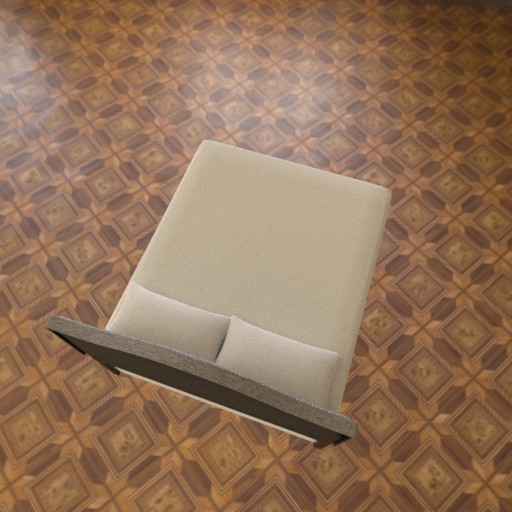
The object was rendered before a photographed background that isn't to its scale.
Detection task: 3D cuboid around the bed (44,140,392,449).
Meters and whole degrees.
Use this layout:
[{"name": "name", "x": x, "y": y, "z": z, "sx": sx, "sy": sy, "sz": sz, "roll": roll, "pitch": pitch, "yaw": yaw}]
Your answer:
[{"name": "bed", "x": 0.000, "y": 0.000, "z": 2.883, "sx": 1.610, "sy": 1.295, "sz": 1.870, "roll": 17, "pitch": 64, "yaw": 8}]
